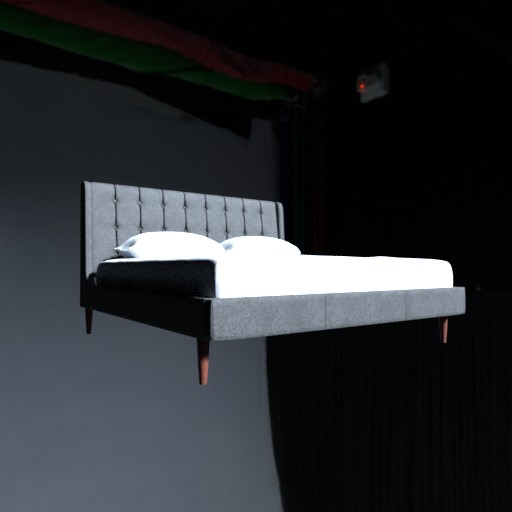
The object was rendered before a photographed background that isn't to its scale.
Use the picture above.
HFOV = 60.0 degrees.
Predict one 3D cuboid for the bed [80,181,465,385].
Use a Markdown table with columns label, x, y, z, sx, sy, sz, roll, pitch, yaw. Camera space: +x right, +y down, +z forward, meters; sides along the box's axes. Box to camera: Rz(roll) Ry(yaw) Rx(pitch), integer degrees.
| label | x | y | z | sx | sy | sz | roll | pitch | yaw |
| --- | --- | --- | --- | --- | --- | --- | --- | --- | --- |
| bed | 0.000 | 0.000 | 2.537 | 1.531 | 0.933 | 1.638 | 1 | -2 | -36 |
